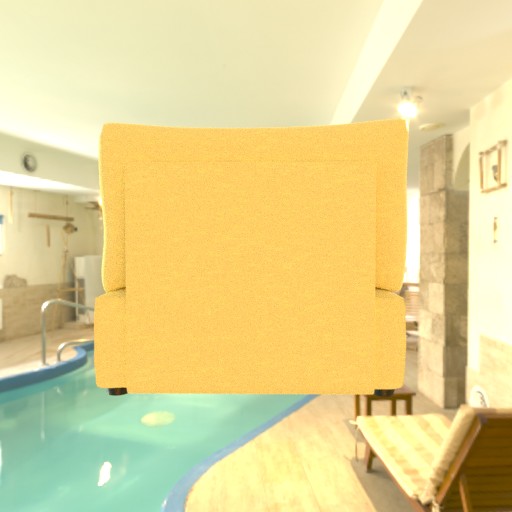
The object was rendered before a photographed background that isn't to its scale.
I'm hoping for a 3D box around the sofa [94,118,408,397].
[{"bbox_3d":[0.000,0.000,1.993,0.930,0.820,1.450,0,1,1],"label":"sofa"}]
